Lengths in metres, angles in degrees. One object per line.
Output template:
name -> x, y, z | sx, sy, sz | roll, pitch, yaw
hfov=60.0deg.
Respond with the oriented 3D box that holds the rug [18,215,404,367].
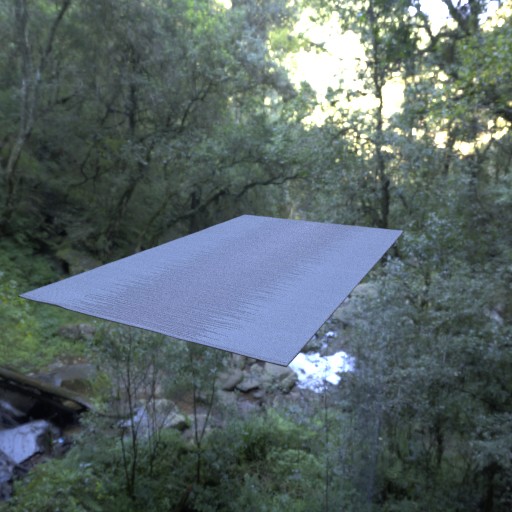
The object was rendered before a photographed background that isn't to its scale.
rug -> 0.000, 0.000, 2.993 | 1.522, 0.012, 2.440 | 8, 18, 26
